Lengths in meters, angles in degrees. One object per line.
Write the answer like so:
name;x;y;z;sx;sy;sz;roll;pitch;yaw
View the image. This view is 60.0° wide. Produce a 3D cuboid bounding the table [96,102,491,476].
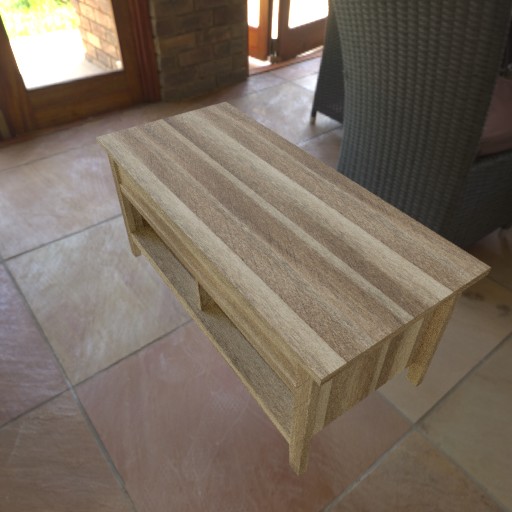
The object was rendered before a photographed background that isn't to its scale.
table;0.000;0.000;1.359;0.493;0.480;1.095;-25;47;-25
